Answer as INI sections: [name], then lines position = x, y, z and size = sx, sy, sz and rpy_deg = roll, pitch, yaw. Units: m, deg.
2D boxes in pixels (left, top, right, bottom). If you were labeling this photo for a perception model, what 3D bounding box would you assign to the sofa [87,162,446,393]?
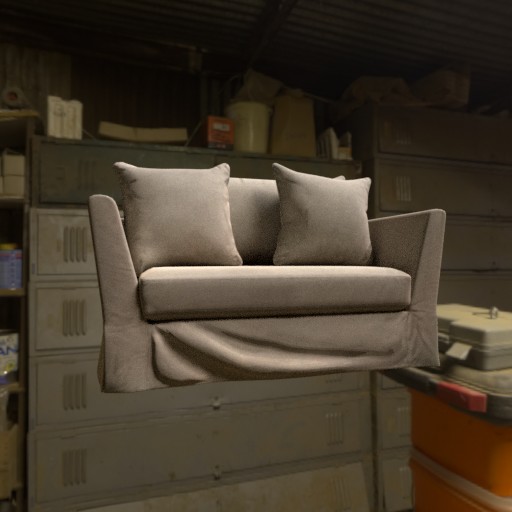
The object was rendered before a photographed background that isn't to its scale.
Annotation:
[sofa]
position = 0.000, 0.000, 2.328
size = 1.608, 1.040, 1.035
rpy_deg = 0, -1, -18
